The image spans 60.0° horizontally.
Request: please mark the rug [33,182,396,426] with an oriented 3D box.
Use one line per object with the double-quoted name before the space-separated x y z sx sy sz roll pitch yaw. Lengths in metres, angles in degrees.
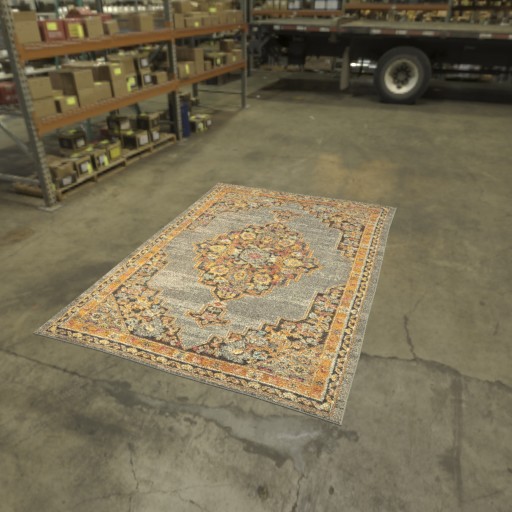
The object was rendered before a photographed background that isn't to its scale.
"rug" 0.000 0.000 3.966 2.158 0.024 3.063 11 32 18
